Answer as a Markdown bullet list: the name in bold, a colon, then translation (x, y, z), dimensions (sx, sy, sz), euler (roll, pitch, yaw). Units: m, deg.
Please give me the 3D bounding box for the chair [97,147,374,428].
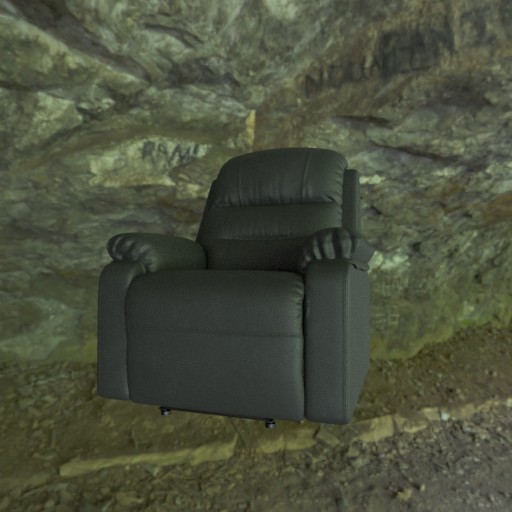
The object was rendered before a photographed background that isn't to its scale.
- **chair**: translation (0.000, 0.000, 1.679), dimensions (0.855, 0.992, 0.919), euler (0, -1, 19)
